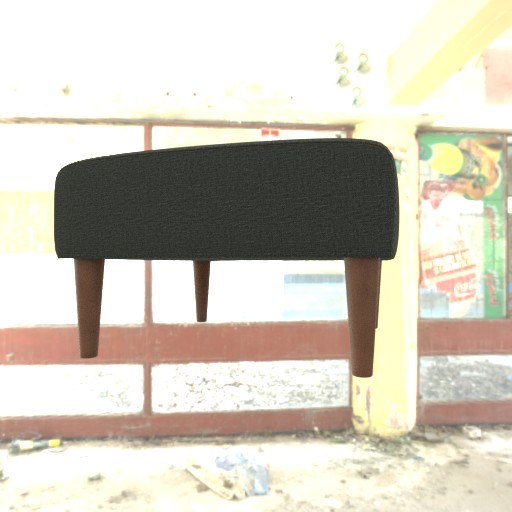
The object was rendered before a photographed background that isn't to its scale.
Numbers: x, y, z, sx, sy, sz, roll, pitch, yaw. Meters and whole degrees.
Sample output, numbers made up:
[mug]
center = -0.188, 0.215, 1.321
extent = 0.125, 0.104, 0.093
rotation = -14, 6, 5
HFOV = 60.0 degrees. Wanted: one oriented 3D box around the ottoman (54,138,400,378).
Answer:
[ottoman]
center = 0.000, 0.000, 1.056
extent = 0.649, 0.398, 0.650
rotation = 0, -1, 16
